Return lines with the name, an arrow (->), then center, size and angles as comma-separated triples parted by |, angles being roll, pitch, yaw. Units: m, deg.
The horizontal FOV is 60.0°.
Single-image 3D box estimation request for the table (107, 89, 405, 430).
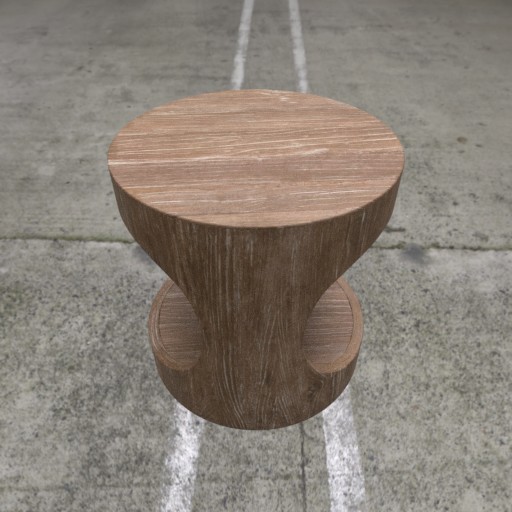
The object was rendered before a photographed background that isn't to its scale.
table -> 0.000, 0.000, 0.988 | 0.527, 0.551, 0.527 | 0, 40, 0
